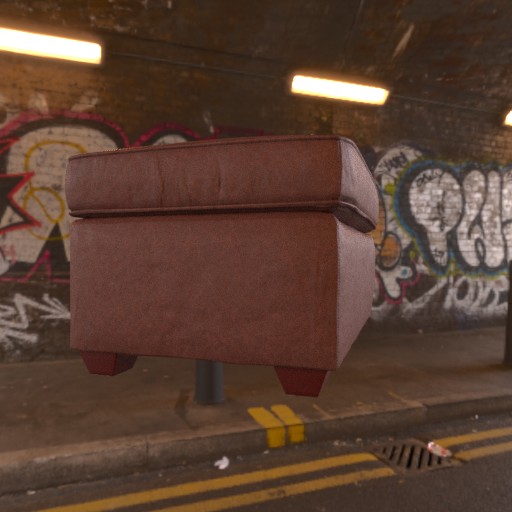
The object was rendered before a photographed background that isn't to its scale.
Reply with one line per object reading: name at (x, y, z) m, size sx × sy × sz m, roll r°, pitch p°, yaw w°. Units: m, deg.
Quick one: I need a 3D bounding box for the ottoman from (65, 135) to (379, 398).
ottoman at (0.000, 0.000, 1.081) m, size 0.548 × 0.449 × 0.749 m, roll 0°, pitch 0°, yaw 19°
